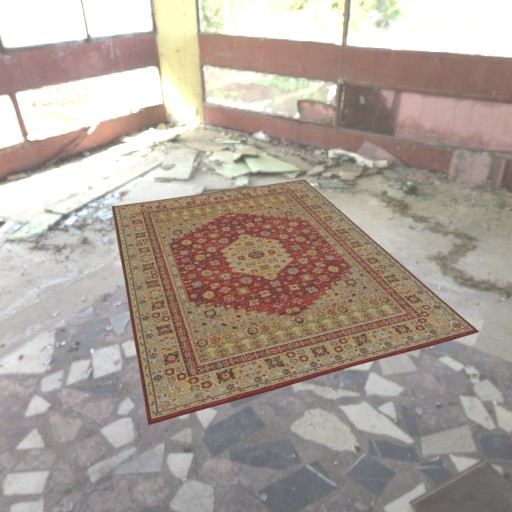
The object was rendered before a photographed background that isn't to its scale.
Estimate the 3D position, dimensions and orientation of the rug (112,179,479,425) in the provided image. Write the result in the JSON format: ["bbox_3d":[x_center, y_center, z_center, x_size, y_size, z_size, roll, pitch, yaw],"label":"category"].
[{"bbox_3d":[0.000,0.000,4.112,2.387,0.013,3.053,-11,34,-16],"label":"rug"}]
